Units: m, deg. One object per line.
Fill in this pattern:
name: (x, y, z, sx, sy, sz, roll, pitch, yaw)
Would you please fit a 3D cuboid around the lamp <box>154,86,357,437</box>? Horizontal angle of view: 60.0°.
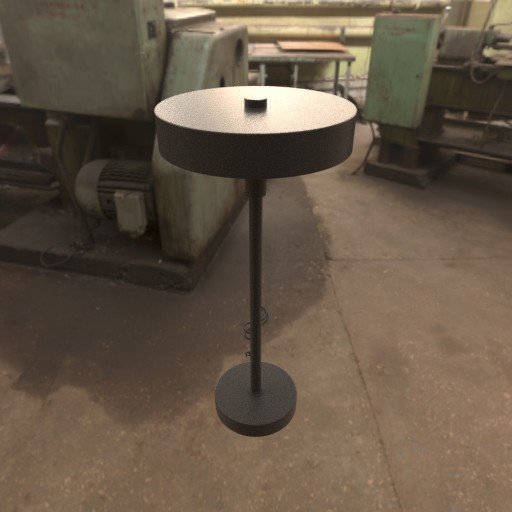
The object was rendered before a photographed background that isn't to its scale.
lamp: (0.000, 0.000, 0.696, 0.229, 0.508, 0.369, 0, 31, 0)
